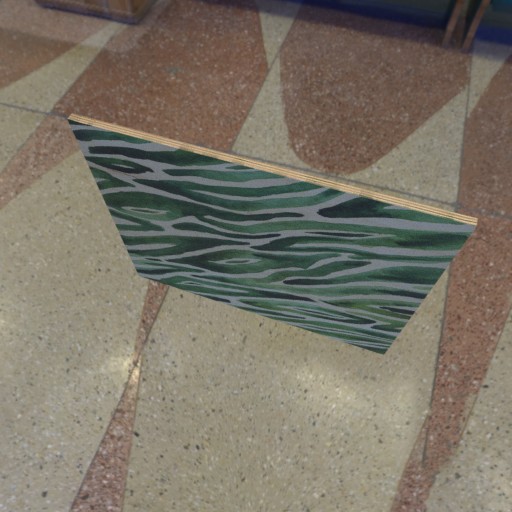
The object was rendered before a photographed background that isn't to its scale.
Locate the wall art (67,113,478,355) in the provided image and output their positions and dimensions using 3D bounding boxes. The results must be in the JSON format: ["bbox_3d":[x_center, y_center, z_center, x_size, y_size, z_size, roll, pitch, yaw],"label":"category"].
[{"bbox_3d":[0.000,0.000,0.697,0.508,0.408,0.012,17,60,10],"label":"wall art"}]
